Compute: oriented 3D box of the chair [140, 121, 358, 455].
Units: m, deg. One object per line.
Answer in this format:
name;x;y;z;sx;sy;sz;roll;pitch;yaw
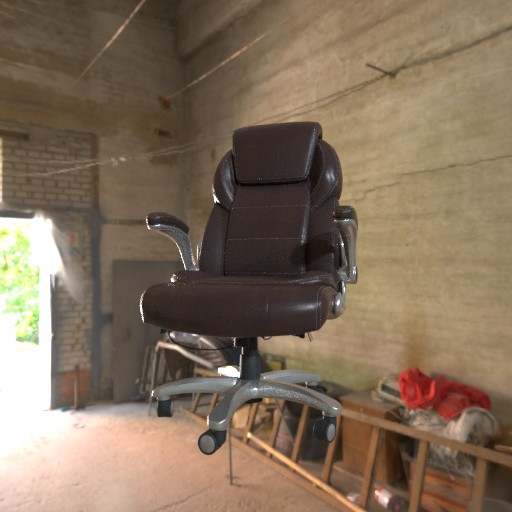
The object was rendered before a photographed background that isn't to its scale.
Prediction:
chair;0.000;0.000;1.629;0.733;1.160;0.774;0;-1;17
